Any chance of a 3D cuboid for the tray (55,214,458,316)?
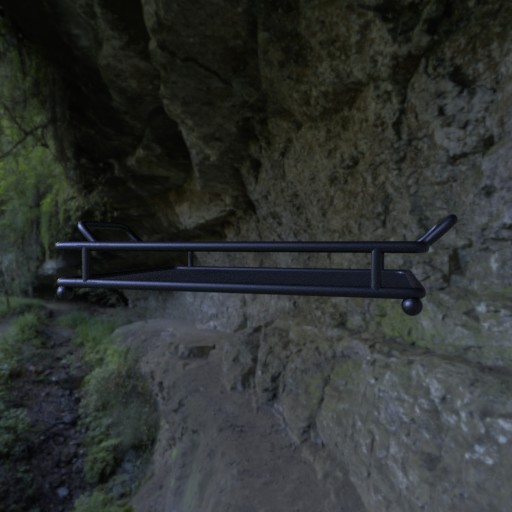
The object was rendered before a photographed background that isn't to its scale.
[{"bbox_3d":[0.000,0.000,0.608,0.495,0.101,0.297,1,2,17],"label":"tray"}]
